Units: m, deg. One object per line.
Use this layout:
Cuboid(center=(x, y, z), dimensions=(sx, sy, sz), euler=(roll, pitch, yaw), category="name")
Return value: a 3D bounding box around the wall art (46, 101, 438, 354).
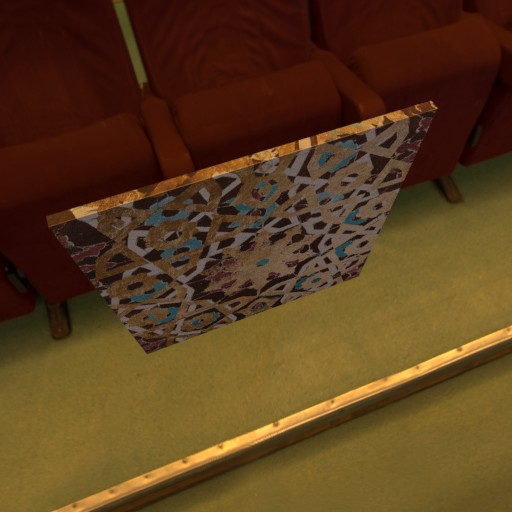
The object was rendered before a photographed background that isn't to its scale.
Cuboid(center=(0.000, 0.000, 1.148), dimensions=(0.757, 0.762, 0.028), euler=(-19, 63, -10), category="wall art")
